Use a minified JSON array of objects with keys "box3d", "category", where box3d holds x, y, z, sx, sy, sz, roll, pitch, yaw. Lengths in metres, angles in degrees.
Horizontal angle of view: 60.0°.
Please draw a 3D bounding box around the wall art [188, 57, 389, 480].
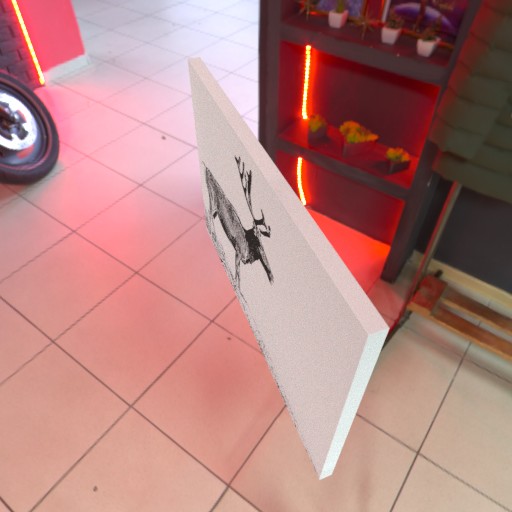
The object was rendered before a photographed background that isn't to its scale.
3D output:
[{"box3d":[0.000,0.000,1.101,0.033,0.617,0.906,-16,49,-14],"category":"wall art"}]
